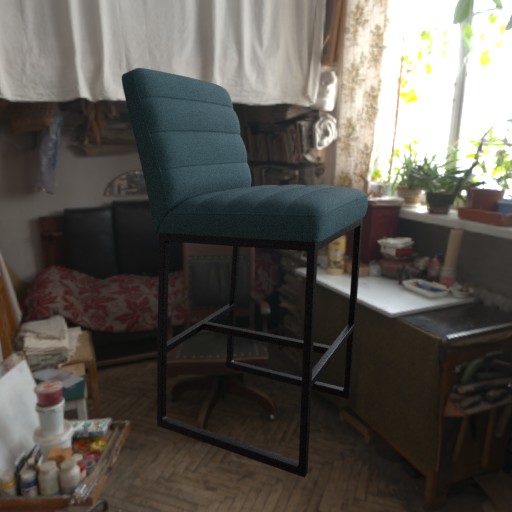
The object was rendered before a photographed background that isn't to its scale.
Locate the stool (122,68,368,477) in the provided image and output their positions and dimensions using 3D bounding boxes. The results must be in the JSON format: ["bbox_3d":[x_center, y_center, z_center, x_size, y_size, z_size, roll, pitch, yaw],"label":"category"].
[{"bbox_3d":[0.000,0.000,1.333,0.560,1.040,0.460,7,16,26],"label":"stool"}]
